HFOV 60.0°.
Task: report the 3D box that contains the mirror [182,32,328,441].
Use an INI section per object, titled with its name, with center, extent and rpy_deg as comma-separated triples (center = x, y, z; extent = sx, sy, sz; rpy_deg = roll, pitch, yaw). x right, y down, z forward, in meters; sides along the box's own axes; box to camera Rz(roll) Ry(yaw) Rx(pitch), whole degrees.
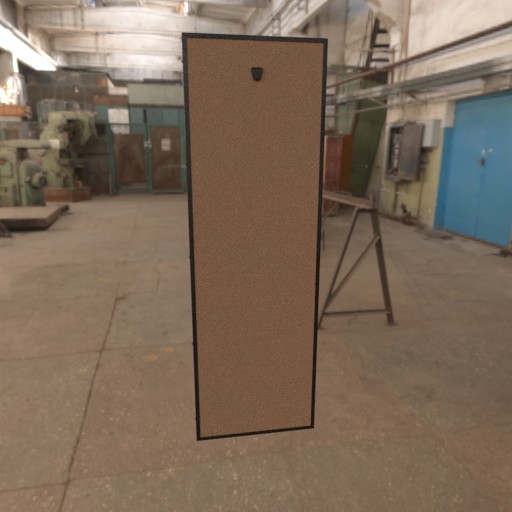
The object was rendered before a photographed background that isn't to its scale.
[mirror]
center = 0.000, 0.000, 1.184
extent = 0.354, 1.080, 0.042
rpy_deg = -2, 14, -9
